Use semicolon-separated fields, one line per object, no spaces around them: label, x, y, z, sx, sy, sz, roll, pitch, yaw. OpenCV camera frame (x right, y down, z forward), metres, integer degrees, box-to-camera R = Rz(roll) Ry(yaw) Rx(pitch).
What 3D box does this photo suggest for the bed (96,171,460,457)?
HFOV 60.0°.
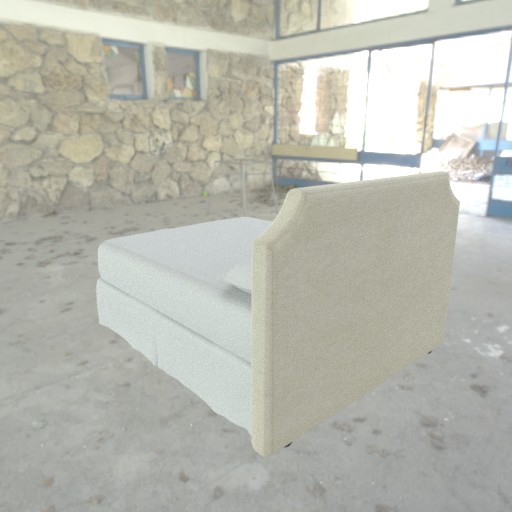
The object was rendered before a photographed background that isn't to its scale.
bed;0.000;0.000;3.294;1.828;1.297;2.164;-14;21;-40
